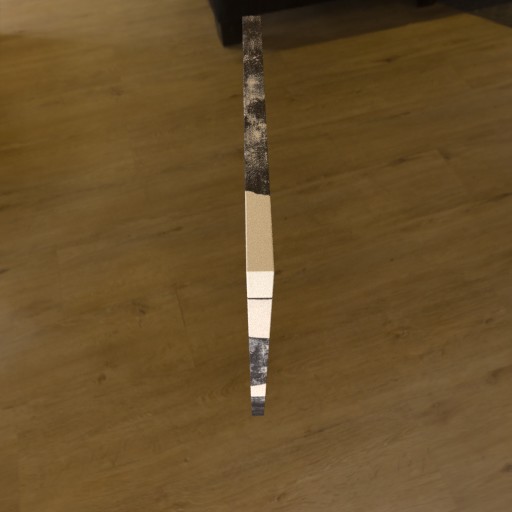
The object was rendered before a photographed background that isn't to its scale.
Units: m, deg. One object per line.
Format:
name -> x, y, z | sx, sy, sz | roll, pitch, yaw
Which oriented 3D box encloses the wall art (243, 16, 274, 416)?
wall art -> 0.000, 0.000, 1.151 | 0.041, 0.915, 0.610 | -1, 59, -1
